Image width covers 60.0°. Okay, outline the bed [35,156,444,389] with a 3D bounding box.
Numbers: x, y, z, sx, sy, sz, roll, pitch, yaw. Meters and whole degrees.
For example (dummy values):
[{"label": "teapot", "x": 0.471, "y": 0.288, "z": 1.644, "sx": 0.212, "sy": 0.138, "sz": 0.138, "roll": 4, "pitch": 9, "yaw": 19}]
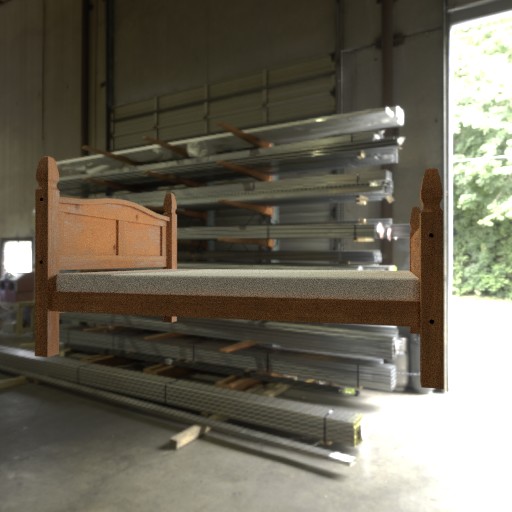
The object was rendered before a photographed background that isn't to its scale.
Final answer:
[{"label": "bed", "x": 0.000, "y": 0.000, "z": 2.821, "sx": 2.069, "sy": 1.100, "sz": 1.490, "roll": 0, "pitch": -1, "yaw": 17}]
